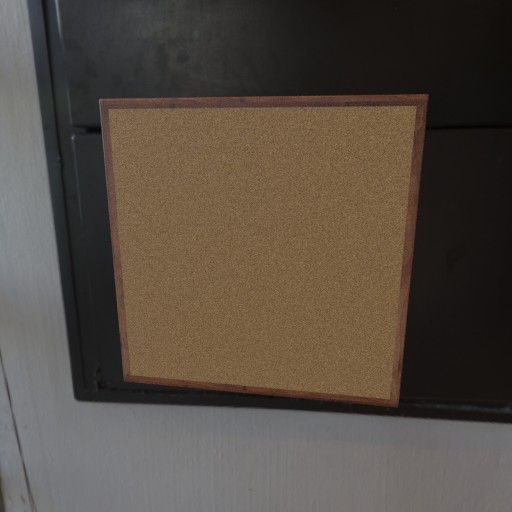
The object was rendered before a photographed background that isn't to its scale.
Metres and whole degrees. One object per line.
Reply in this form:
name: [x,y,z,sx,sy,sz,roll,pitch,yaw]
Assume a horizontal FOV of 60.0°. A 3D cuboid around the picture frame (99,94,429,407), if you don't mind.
picture frame: [0.000,0.000,0.528,0.352,0.356,0.028,3,16,9]
